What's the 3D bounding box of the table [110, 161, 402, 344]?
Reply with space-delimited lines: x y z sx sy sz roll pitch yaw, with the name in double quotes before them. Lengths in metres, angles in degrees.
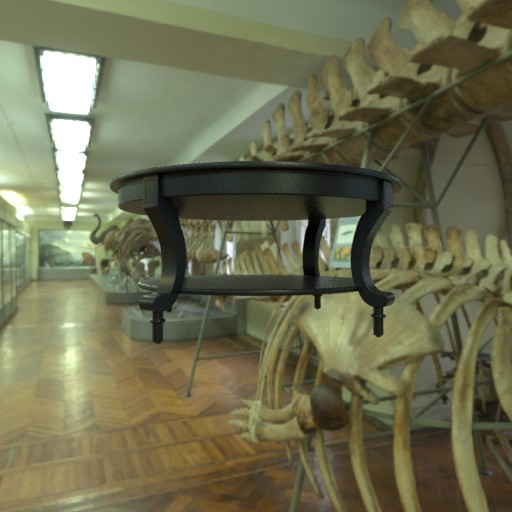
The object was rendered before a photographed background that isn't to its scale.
"table" 0.000 0.000 1.636 1.029 0.491 1.029 0 0 0
